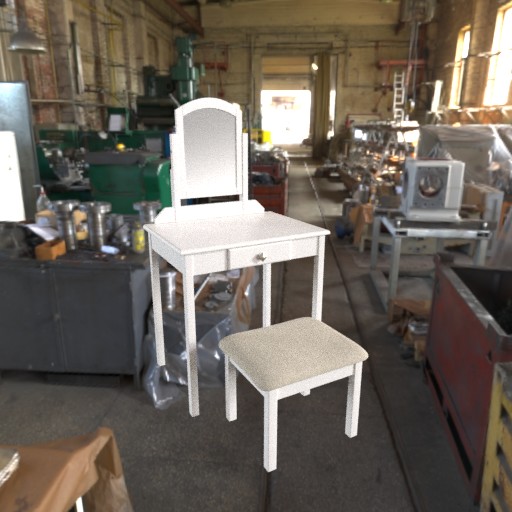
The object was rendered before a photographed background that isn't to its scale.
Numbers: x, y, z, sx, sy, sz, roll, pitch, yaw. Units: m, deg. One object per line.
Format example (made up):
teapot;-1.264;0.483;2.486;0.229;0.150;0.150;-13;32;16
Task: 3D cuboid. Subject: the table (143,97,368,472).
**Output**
table;0.000;0.000;2.341;0.876;1.631;1.211;-9;19;-27
